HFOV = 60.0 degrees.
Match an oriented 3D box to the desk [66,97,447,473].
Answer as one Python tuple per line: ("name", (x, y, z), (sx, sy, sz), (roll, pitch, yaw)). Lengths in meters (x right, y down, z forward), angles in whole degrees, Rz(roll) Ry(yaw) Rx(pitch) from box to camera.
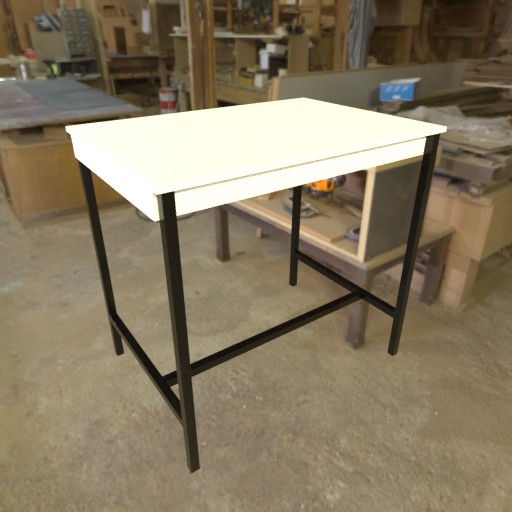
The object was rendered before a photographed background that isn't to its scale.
("desk", (0.000, 0.000, 1.336), (0.811, 0.766, 0.573), (-18, 33, -30))
